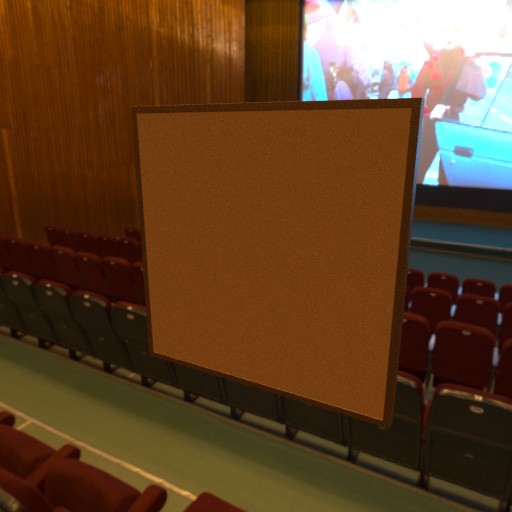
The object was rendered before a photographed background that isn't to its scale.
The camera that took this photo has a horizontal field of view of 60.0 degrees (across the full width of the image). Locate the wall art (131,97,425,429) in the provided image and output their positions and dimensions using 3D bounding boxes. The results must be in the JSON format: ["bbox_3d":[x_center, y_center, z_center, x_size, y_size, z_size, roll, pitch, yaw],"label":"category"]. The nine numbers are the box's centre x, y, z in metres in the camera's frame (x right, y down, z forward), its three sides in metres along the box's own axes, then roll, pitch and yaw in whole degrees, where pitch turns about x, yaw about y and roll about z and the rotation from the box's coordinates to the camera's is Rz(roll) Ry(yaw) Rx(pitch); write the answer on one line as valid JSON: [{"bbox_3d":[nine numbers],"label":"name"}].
[{"bbox_3d":[0.000,0.000,1.166,0.762,0.762,0.038,9,18,27],"label":"wall art"}]
